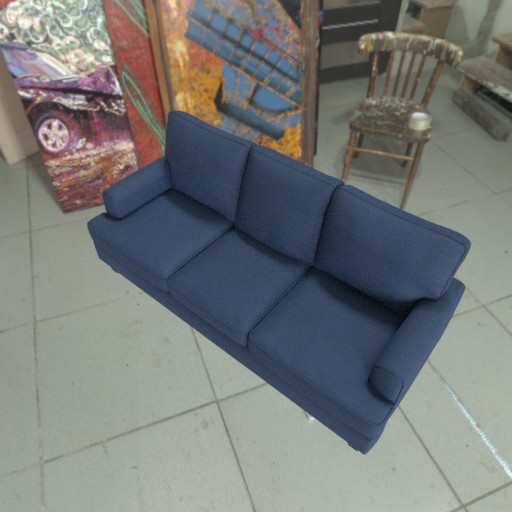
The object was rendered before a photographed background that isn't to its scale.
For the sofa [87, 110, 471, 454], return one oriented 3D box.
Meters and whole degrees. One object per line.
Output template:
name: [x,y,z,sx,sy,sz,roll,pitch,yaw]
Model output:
sofa: [0.000,0.000,2.638,2.158,0.965,0.951,30,53,26]
